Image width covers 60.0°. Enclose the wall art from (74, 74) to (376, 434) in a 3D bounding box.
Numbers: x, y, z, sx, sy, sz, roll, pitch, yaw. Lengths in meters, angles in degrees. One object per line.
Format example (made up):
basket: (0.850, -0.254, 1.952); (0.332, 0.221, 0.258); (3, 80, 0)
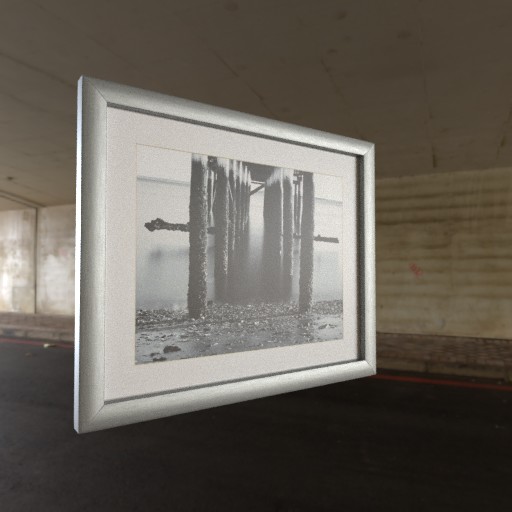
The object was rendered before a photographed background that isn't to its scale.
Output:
wall art: (0.000, 0.000, 0.728); (0.556, 0.457, 0.028); (1, -2, -34)
